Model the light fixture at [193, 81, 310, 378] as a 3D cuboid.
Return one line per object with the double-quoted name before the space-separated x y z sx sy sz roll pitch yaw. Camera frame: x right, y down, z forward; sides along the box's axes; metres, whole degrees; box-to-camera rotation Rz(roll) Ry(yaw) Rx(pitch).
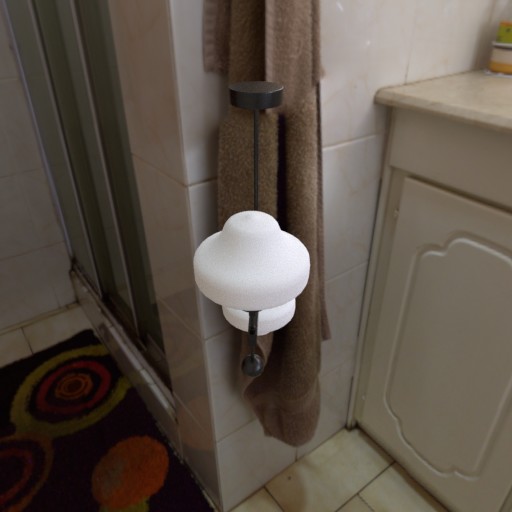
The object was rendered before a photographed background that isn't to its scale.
"light fixture" 0.000 0.000 1.020 0.422 0.743 0.489 -20 37 -29
